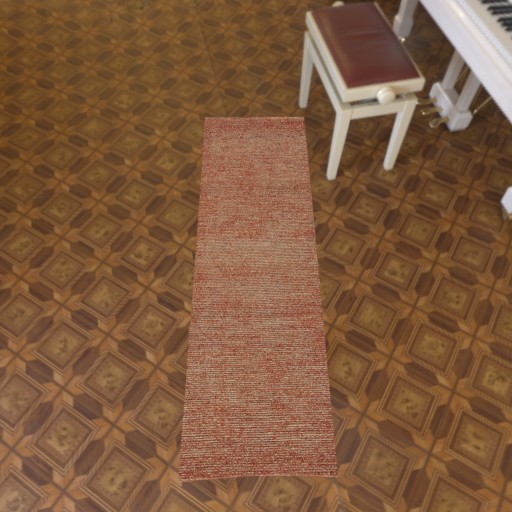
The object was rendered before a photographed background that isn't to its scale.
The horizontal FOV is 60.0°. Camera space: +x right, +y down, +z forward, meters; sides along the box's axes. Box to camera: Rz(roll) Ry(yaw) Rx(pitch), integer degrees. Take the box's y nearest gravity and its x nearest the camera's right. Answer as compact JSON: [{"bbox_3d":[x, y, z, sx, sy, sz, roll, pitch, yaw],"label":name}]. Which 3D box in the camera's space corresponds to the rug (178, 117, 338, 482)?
[{"bbox_3d":[0.000,0.000,2.590,0.718,0.013,2.353,0,59,0],"label":"rug"}]
